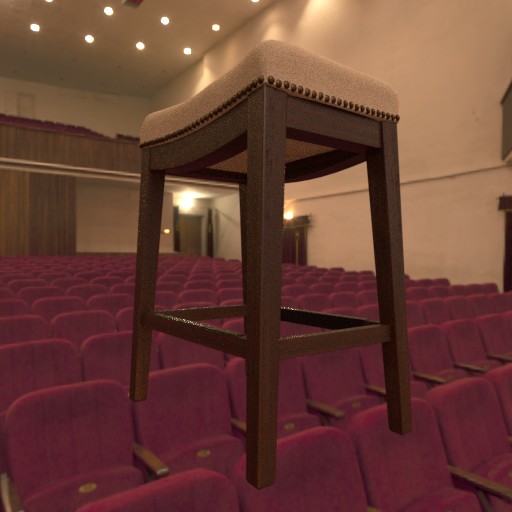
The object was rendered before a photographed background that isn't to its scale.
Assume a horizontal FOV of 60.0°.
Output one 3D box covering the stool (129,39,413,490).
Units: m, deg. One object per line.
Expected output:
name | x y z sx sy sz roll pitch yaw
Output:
stool | 0.000 0.000 0.938 0.363 0.669 0.509 0 -1 -36
